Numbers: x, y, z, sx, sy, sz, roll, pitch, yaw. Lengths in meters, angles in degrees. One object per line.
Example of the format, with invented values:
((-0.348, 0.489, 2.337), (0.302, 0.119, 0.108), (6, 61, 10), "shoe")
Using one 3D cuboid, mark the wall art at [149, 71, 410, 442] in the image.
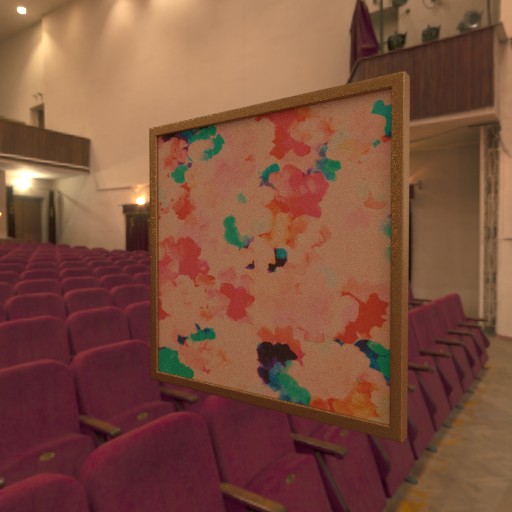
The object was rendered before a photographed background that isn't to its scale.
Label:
((0.000, 0.000, 1.147), (0.767, 0.765, 0.036), (1, 2, 35), "wall art")
